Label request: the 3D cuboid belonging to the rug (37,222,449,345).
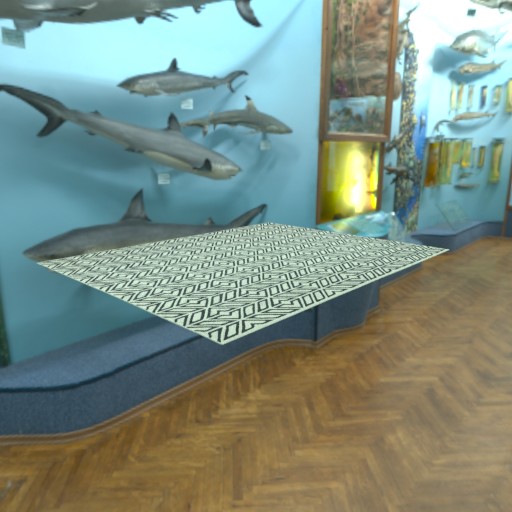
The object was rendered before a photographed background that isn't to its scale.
[{"bbox_3d":[0.000,0.000,4.150,2.421,0.008,3.045,13,18,42],"label":"rug"}]
